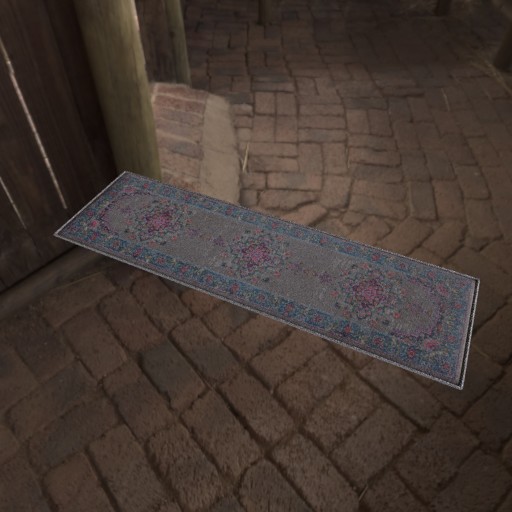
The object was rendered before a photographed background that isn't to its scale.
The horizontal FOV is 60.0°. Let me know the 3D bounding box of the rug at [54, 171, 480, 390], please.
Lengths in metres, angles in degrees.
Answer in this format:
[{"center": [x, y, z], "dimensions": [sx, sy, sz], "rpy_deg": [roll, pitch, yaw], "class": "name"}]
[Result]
[{"center": [0.000, 0.000, 1.963], "dimensions": [1.827, 0.012, 0.553], "rpy_deg": [19, 49, 17], "class": "rug"}]
